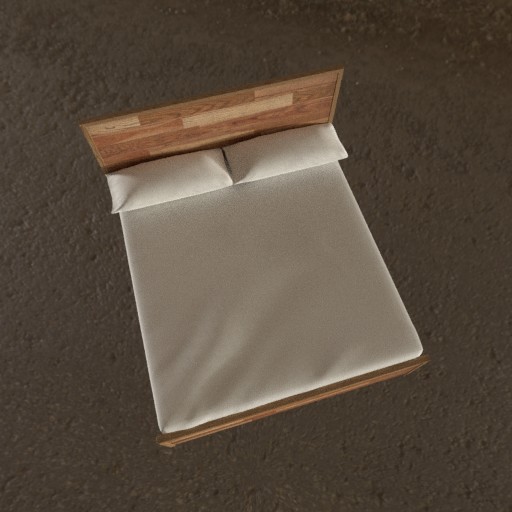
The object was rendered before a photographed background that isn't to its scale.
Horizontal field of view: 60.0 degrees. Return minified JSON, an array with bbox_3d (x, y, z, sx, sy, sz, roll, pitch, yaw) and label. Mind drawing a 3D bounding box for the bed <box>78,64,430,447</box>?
[{"bbox_3d":[0.000,0.000,3.420,2.013,1.295,2.184,-15,65,-7],"label":"bed"}]
